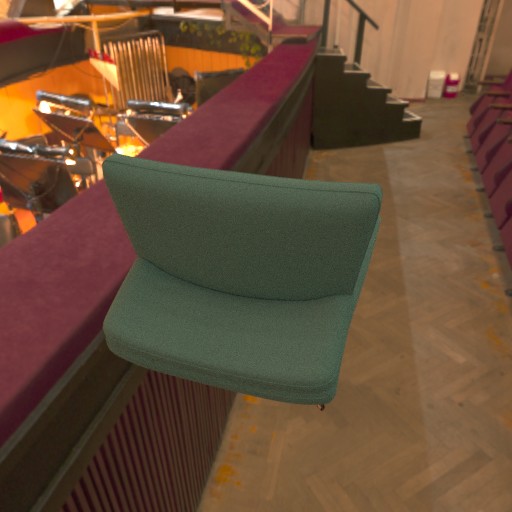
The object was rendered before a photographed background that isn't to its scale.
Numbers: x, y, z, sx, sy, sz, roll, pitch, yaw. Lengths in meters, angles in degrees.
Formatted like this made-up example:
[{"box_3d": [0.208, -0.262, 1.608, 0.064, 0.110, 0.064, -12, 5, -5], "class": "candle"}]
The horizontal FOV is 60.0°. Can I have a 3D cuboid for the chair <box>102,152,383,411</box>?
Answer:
[{"box_3d": [0.000, 0.000, 1.676, 0.859, 0.855, 1.008, 10, 34, 15], "class": "chair"}]
